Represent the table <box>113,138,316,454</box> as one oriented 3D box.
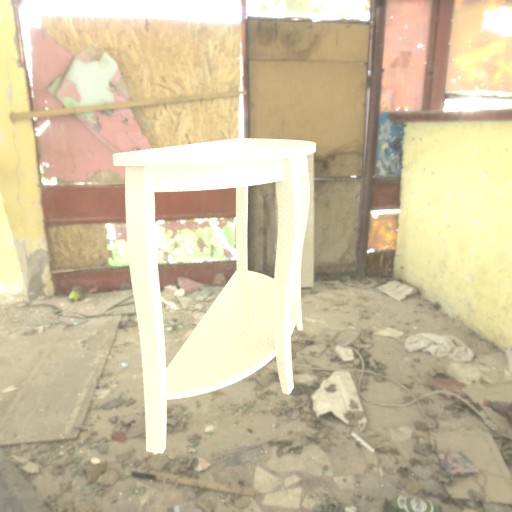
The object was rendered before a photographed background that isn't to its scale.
[{"bbox_3d":[0.000,0.000,1.585,0.394,0.780,1.219,3,17,10],"label":"table"}]
